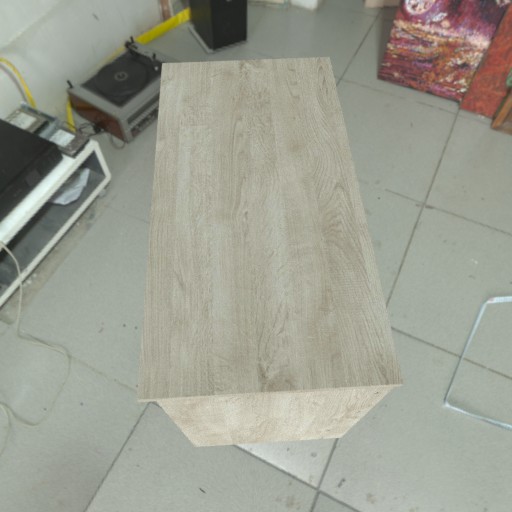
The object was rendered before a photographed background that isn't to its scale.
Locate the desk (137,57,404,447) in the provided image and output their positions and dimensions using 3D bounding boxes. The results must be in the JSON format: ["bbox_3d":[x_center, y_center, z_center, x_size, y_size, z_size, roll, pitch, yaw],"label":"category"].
[{"bbox_3d":[0.000,0.000,1.519,0.560,0.730,1.096,-3,59,-2],"label":"desk"}]
